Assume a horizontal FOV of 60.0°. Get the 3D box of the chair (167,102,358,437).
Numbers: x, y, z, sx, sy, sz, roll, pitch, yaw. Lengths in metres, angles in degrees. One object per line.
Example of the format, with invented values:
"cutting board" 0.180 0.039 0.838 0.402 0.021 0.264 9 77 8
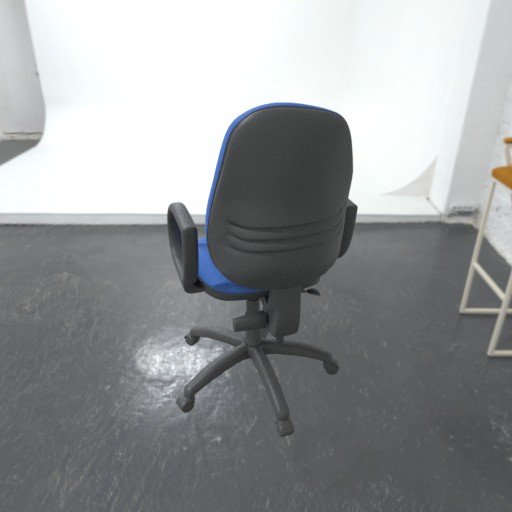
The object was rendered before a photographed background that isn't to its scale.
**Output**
"chair" 0.000 0.000 1.275 0.552 0.905 0.549 -9 28 -17
